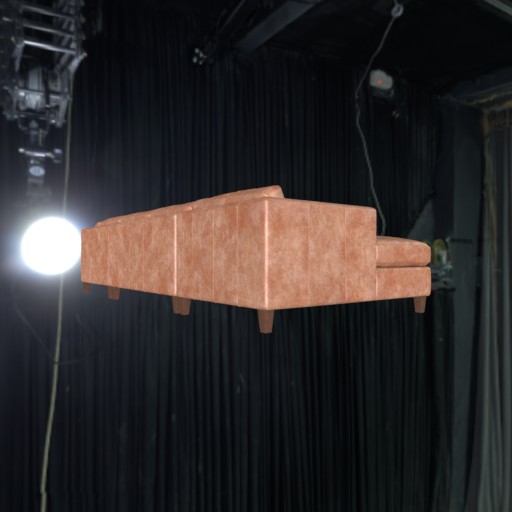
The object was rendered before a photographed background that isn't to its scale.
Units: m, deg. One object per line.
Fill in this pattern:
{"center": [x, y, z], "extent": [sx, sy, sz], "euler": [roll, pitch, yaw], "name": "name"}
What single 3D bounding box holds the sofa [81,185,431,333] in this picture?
{"center": [0.000, 0.000, 4.395], "extent": [2.430, 0.832, 3.401], "euler": [0, 0, -37], "name": "sofa"}
